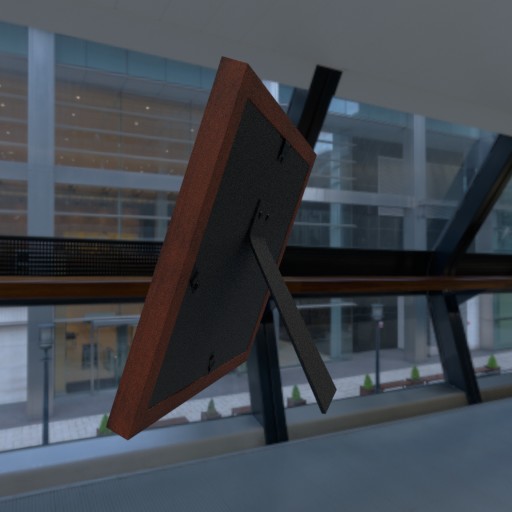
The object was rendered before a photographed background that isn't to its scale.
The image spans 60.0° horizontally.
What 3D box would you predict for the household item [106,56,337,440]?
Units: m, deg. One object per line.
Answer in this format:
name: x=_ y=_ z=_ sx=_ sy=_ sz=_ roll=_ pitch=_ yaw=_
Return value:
household item: x=0.000 y=0.000 z=0.386 sx=0.131 sy=0.240 sz=0.240 roll=0 pitch=-1 yaw=18
